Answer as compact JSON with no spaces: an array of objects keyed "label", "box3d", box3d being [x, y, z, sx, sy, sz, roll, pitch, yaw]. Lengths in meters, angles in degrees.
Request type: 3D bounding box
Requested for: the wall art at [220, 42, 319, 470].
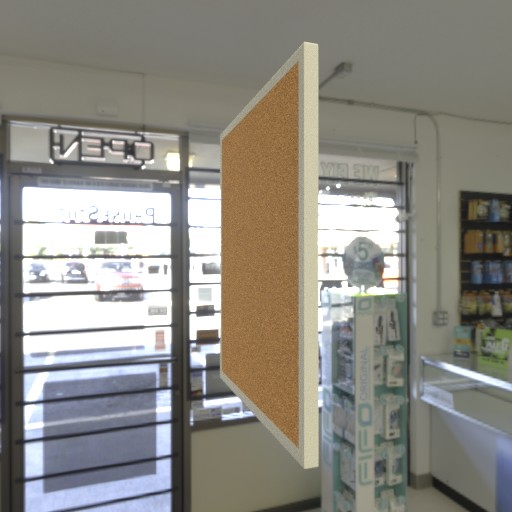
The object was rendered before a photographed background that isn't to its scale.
[{"label":"wall art","box3d":[0.000,0.000,0.769,0.020,0.536,0.444,0,0,-18]}]
